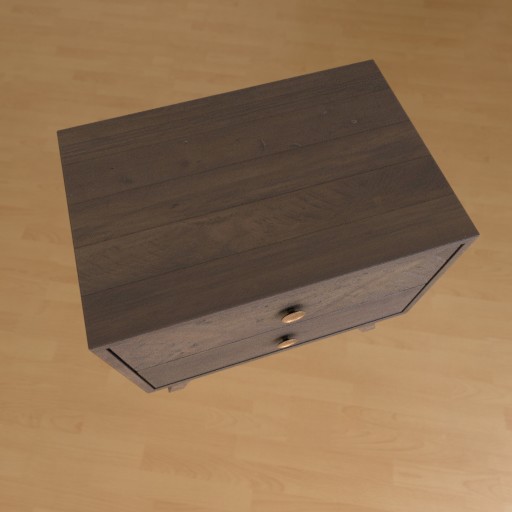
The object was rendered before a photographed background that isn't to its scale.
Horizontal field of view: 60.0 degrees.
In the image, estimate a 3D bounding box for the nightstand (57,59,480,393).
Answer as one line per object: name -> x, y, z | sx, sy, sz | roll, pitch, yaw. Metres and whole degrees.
nightstand -> 0.000, 0.000, 1.053 | 0.650, 0.599, 0.450 | -16, 65, -8
